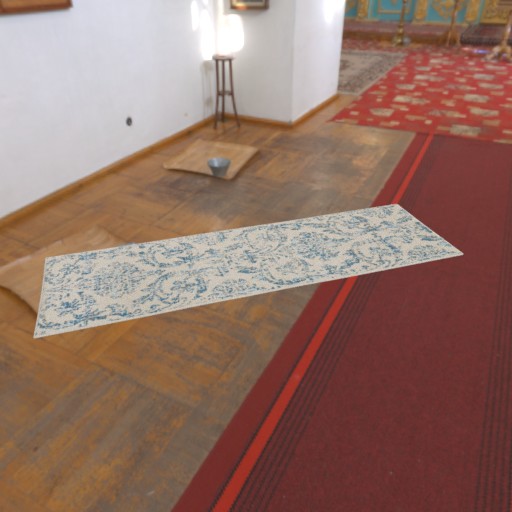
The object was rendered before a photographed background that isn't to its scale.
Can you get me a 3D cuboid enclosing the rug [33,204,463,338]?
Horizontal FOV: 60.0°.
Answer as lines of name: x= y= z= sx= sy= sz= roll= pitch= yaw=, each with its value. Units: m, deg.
rug: x=0.000 y=0.000 z=2.428 sx=2.196 sy=0.011 sz=0.662 roll=-10 pitch=34 yaw=-15
